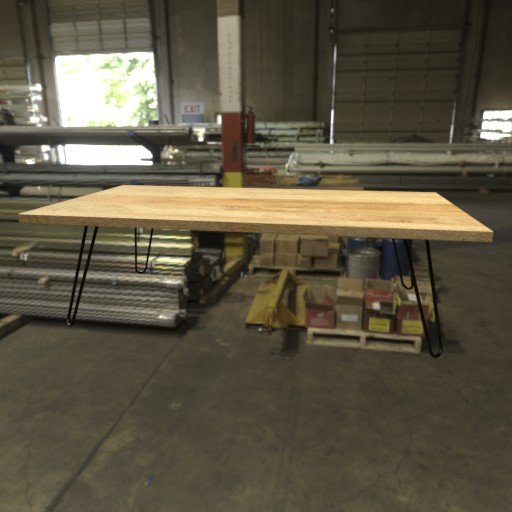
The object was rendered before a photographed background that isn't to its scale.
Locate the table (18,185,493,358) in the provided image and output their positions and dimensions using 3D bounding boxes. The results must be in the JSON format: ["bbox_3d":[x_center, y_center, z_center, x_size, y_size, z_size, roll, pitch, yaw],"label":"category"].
[{"bbox_3d":[0.000,0.000,1.621,1.348,0.400,0.699,3,17,10],"label":"table"}]
